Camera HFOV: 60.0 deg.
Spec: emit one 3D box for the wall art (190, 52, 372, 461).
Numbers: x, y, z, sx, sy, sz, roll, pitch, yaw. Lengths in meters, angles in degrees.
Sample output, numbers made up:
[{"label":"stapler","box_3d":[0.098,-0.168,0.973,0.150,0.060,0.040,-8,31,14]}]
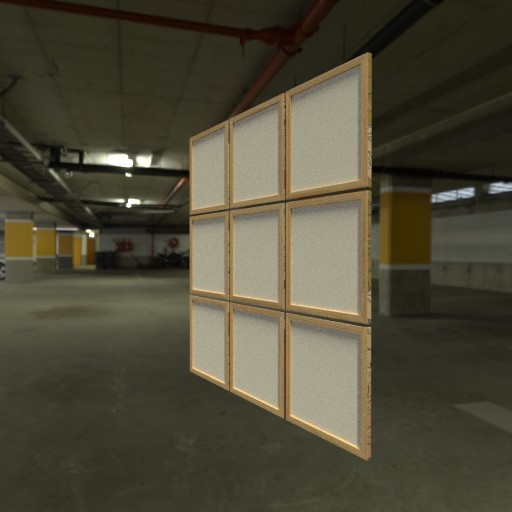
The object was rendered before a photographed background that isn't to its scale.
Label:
[{"label":"wall art","box_3d":[0.000,0.000,1.368,0.013,0.913,0.904,0,1,-34]}]
